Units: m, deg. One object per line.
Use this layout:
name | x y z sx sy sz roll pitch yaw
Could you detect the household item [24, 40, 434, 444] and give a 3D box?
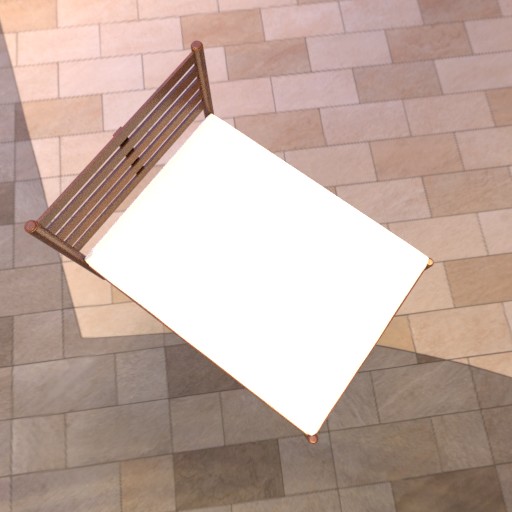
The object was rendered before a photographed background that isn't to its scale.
household item | 0.000 0.000 3.268 2.232 1.356 1.663 36 78 9
